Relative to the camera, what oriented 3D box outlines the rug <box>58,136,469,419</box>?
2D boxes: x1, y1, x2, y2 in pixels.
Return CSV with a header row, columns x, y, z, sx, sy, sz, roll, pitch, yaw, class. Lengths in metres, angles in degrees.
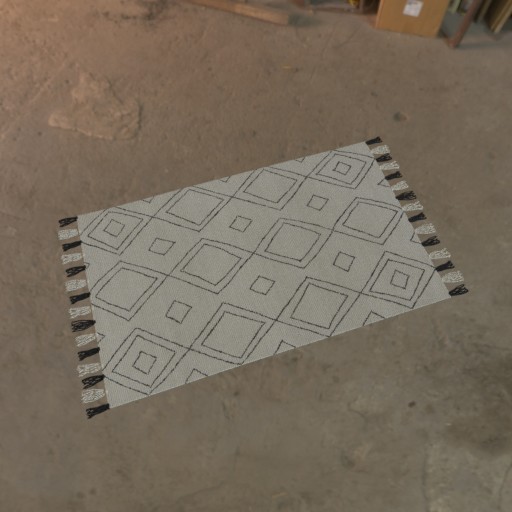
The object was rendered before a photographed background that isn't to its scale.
x,y,z,sx,sy,sz,roll,pitch,yaw,class
0.000,0.000,3.283,2.755,0.021,1.524,-16,65,-8,rug
